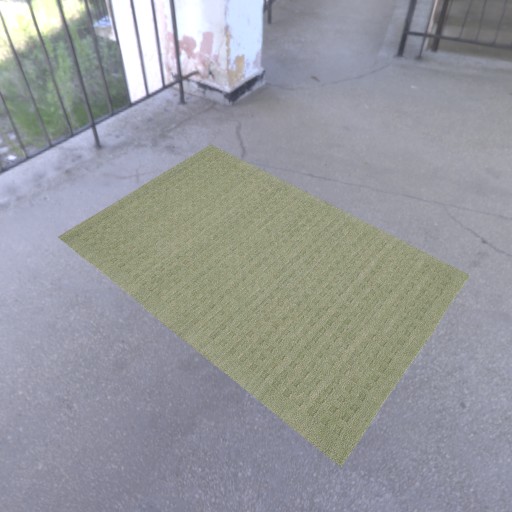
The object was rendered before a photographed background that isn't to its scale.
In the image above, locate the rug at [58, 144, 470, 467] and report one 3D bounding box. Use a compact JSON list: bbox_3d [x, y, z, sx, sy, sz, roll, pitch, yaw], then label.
[{"bbox_3d":[0.000,0.000,2.220,1.747,0.006,1.143,32,55,26],"label":"rug"}]
